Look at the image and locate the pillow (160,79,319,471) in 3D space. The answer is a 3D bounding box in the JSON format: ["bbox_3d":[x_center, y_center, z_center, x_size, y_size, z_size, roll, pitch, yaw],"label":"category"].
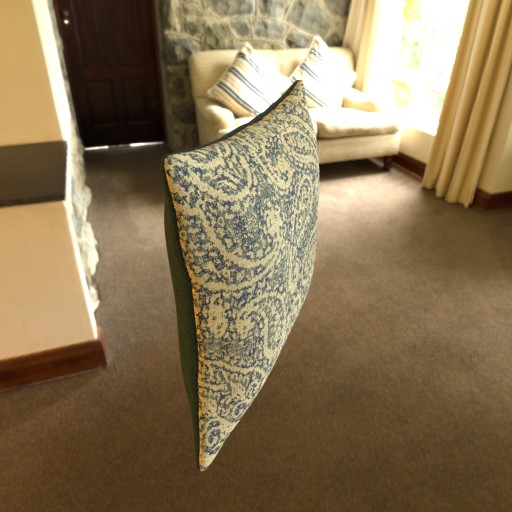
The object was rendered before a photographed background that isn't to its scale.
[{"bbox_3d":[0.000,0.000,0.781,0.166,0.510,0.523,11,32,18],"label":"pillow"}]
